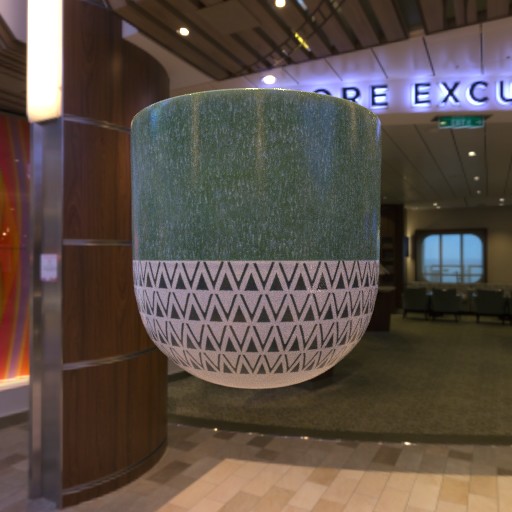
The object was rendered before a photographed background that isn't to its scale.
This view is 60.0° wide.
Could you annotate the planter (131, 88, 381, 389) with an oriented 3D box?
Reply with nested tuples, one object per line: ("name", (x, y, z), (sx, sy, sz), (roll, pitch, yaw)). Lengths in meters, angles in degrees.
("planter", (0.000, 0.000, 0.488), (0.266, 0.270, 0.266), (0, 0, 0))
